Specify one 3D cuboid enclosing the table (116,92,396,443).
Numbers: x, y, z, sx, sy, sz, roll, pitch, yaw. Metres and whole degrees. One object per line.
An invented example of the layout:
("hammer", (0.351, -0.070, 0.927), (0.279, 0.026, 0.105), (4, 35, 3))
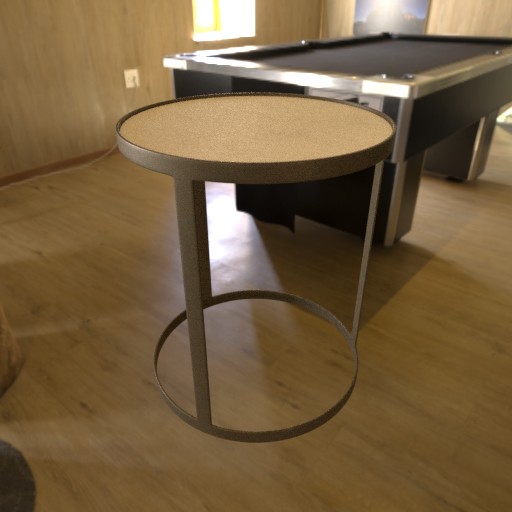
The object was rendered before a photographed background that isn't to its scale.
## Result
("table", (0.000, 0.000, 0.928), (0.480, 0.565, 0.480), (0, 31, 0))
